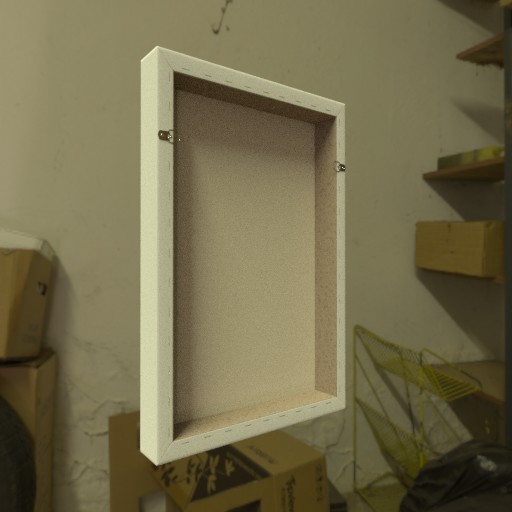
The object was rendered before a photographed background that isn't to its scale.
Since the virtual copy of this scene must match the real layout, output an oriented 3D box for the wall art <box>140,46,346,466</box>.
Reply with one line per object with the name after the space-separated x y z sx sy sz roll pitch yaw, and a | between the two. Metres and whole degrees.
0.000 0.000 0.492 0.252 0.381 0.039 0 0 -37 | wall art
